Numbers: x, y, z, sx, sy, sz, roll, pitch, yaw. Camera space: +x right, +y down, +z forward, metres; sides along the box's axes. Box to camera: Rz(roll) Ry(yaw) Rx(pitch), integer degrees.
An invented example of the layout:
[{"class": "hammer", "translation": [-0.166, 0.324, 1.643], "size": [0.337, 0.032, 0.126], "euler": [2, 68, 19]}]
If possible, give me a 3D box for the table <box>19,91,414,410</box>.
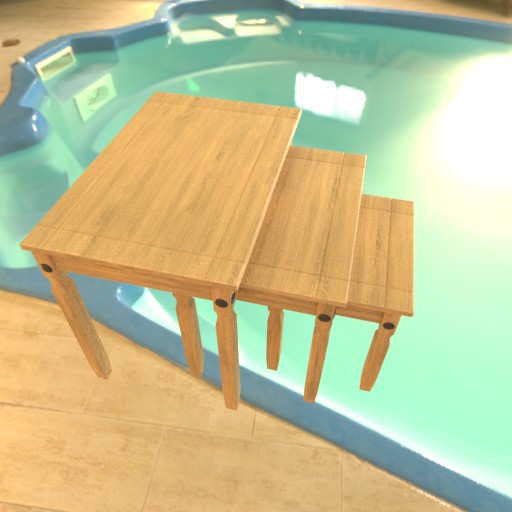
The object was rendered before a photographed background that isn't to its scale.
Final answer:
[{"class": "table", "translation": [0.000, 0.000, 1.199], "size": [0.773, 0.535, 0.660], "euler": [10, 47, 10]}]
